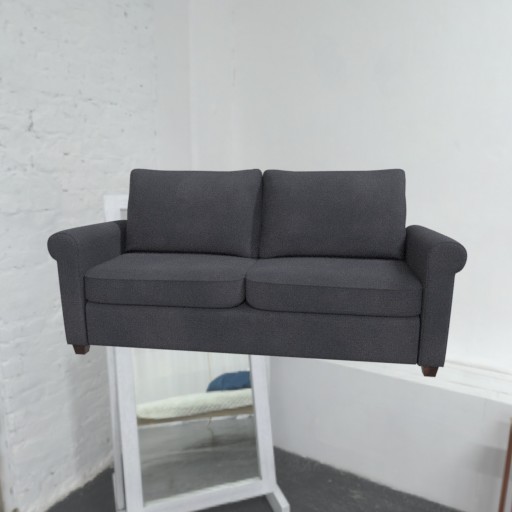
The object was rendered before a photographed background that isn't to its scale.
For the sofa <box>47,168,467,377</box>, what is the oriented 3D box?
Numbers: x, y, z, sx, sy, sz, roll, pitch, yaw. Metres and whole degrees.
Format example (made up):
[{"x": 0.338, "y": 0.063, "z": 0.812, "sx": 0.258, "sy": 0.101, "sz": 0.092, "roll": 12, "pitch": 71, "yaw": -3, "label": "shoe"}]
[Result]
[{"x": 0.000, "y": 0.000, "z": 2.438, "sx": 1.935, "sy": 0.942, "sz": 0.842, "roll": 2, "pitch": 11, "yaw": 8, "label": "sofa"}]
